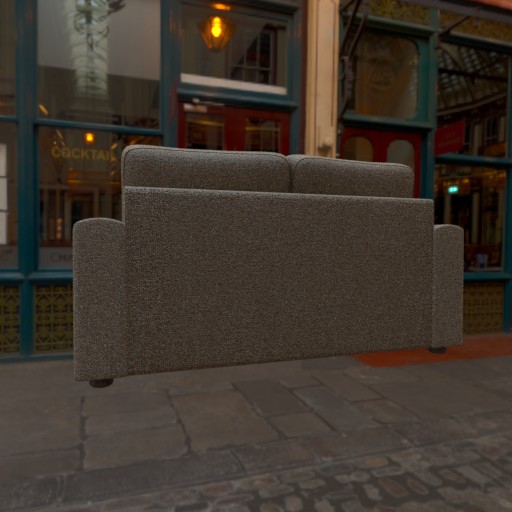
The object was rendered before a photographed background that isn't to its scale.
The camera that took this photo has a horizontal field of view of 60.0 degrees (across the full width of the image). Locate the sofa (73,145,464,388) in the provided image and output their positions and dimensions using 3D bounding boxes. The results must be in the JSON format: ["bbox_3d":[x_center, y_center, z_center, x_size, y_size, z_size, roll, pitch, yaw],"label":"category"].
[{"bbox_3d":[0.000,0.000,2.180,1.616,0.873,1.016,0,1,-19],"label":"sofa"}]
